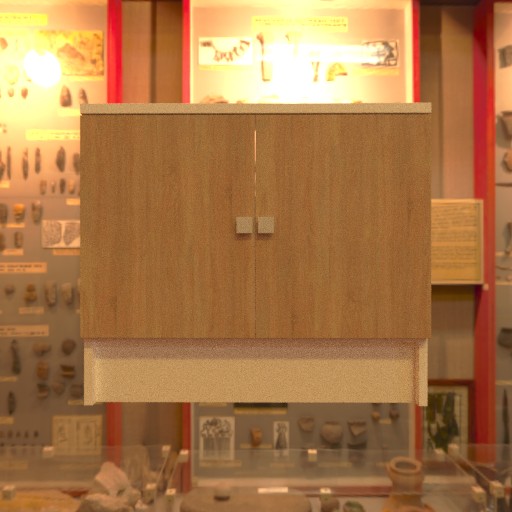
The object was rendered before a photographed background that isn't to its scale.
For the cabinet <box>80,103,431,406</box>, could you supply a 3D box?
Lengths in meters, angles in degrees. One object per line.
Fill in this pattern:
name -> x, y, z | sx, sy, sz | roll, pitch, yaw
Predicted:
cabinet -> 0.000, 0.000, 0.947 | 0.600, 0.522, 0.400 | 0, 0, 0
